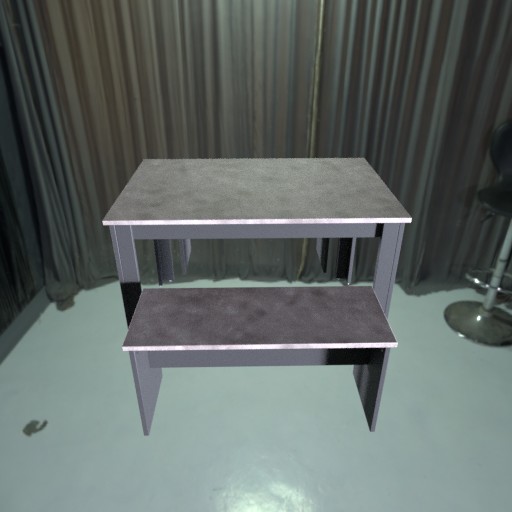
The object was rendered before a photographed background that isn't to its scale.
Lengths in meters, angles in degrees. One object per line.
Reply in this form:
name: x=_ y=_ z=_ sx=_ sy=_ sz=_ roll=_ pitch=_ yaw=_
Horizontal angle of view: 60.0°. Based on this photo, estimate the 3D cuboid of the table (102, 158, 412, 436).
table: x=0.000 y=0.000 z=2.057 sx=1.100 sy=0.700 sz=1.443 roll=-1 pitch=29 yaw=-1
